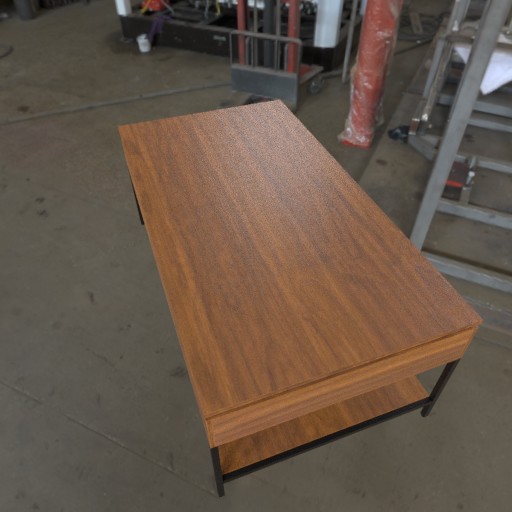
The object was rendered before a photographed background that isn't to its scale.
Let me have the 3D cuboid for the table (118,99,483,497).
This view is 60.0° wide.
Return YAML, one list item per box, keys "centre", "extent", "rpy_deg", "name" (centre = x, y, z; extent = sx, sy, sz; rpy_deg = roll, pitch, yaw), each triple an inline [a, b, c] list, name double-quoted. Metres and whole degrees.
- centre: [0.000, 0.000, 1.310]
  extent: [0.574, 0.414, 1.057]
  rpy_deg: [-14, 46, -14]
  name: "table"
